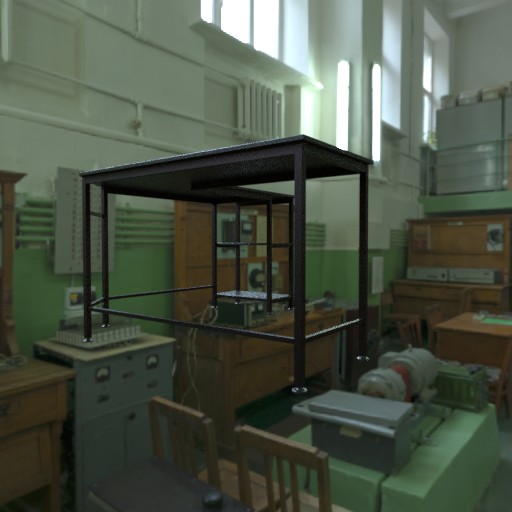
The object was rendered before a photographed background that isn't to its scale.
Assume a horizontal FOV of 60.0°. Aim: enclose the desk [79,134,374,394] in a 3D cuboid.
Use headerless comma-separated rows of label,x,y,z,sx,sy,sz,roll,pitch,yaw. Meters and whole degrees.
desk,0.000,0.000,2.216,1.379,0.739,1.379,1,2,37
